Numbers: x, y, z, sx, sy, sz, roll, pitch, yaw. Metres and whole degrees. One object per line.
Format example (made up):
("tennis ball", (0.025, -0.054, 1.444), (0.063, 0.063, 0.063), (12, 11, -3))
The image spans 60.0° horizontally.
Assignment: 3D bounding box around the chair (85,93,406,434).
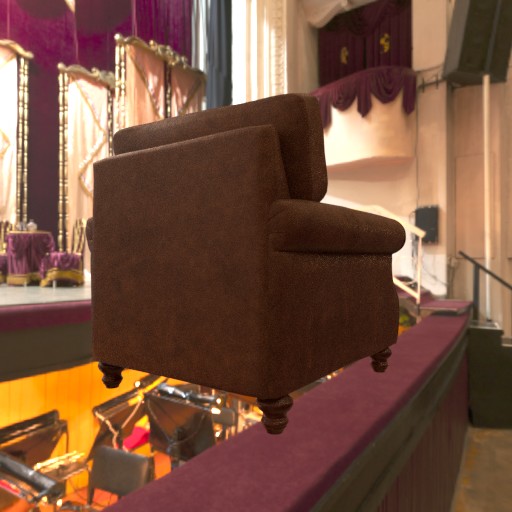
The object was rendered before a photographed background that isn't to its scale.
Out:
("chair", (0.000, 0.000, 1.766), (0.996, 0.976, 1.002), (0, 0, 36))
